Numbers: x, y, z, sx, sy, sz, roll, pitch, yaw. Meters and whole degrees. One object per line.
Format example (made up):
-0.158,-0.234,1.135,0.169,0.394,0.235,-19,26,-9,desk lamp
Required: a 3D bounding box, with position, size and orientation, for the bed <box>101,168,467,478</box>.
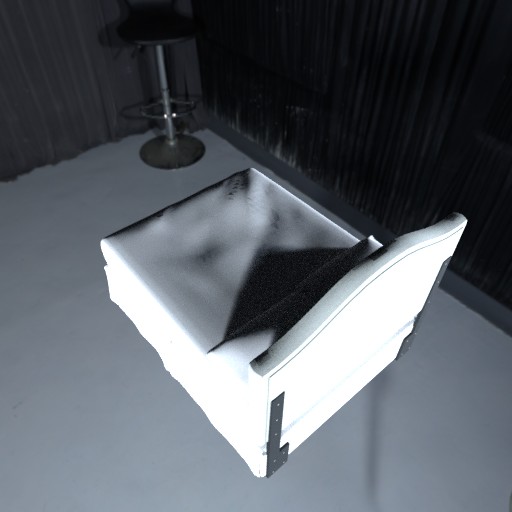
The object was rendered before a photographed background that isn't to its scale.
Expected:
0.000,0.000,3.418,1.813,1.607,2.180,-31,53,-27,bed
